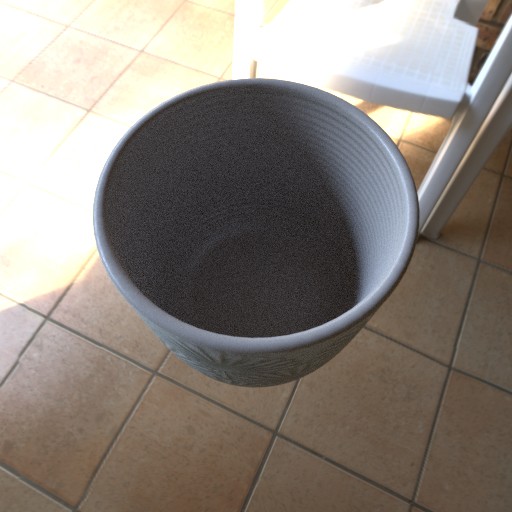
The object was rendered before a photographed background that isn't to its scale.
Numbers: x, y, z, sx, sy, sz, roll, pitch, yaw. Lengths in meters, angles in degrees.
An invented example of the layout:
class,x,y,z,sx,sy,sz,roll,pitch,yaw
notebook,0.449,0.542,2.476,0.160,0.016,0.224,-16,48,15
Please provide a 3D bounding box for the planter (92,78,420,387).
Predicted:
class,x,y,z,sx,sy,sz,roll,pitch,yaw
planter,0.000,0.000,0.217,0.124,0.109,0.124,0,63,0
